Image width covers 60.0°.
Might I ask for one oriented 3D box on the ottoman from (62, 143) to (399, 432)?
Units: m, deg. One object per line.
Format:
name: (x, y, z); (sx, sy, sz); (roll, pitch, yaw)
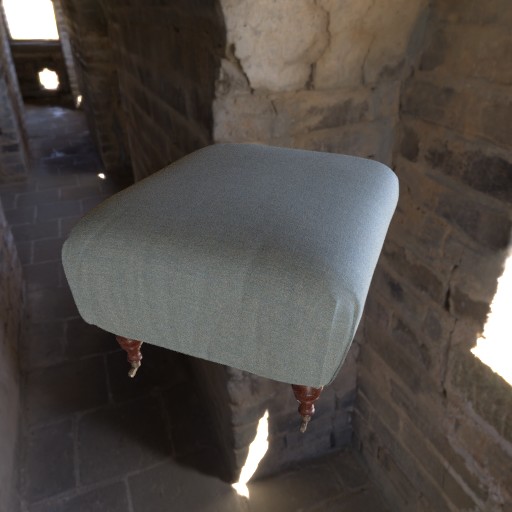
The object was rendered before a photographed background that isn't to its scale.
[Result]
ottoman: (0.000, 0.000, 1.148); (0.622, 0.450, 0.747); (11, 32, 19)
